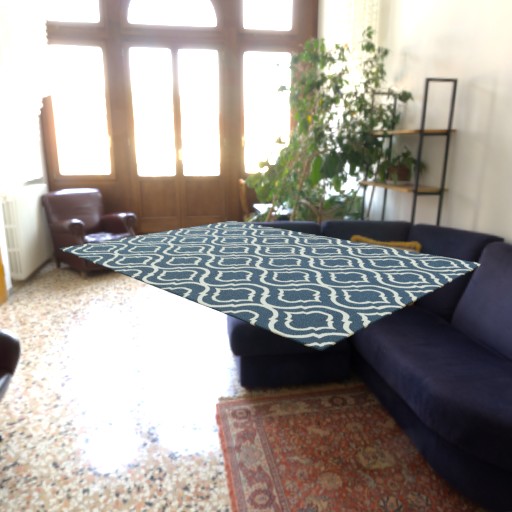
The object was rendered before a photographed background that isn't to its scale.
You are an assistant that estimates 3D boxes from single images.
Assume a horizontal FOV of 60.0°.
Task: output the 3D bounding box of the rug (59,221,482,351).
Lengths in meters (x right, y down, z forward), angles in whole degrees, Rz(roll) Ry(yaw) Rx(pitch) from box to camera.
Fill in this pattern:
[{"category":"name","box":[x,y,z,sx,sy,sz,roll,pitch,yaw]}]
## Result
[{"category":"rug","box":[0.000,0.000,4.299,3.353,0.010,2.438,13,19,43]}]
